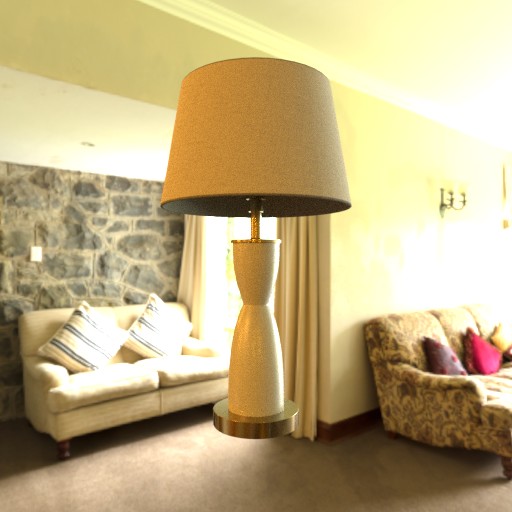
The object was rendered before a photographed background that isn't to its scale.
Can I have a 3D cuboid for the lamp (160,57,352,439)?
[{"bbox_3d":[0.000,0.000,0.729,0.309,0.545,0.309,0,-1,0],"label":"lamp"}]
